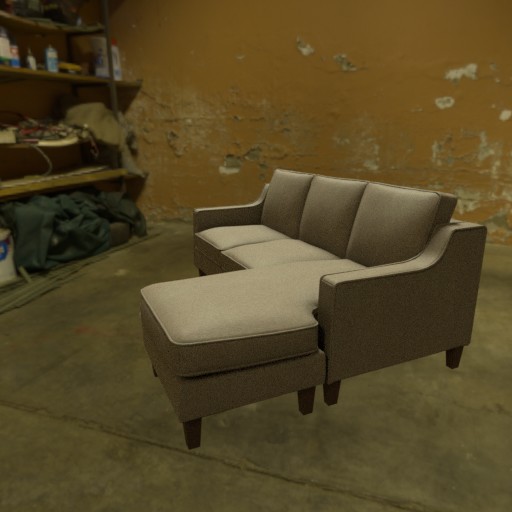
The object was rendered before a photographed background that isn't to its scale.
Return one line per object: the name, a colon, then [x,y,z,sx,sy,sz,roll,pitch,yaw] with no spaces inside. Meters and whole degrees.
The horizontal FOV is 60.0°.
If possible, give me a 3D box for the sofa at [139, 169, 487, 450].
sofa: [0.000,0.000,3.188,1.858,1.081,2.317,-7,17,-24]
